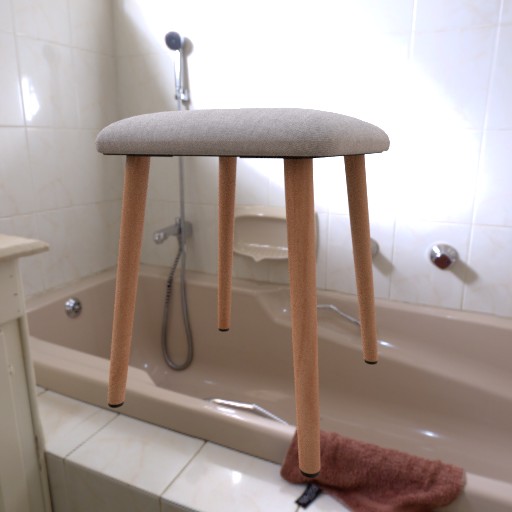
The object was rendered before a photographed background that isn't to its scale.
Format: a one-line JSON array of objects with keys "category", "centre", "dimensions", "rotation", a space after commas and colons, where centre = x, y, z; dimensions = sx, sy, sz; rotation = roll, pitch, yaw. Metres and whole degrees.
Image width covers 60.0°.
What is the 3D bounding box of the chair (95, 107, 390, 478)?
[{"category": "chair", "centre": [0.000, 0.000, 0.704], "dimensions": [0.350, 0.440, 0.350], "rotation": [7, 16, 26]}]
